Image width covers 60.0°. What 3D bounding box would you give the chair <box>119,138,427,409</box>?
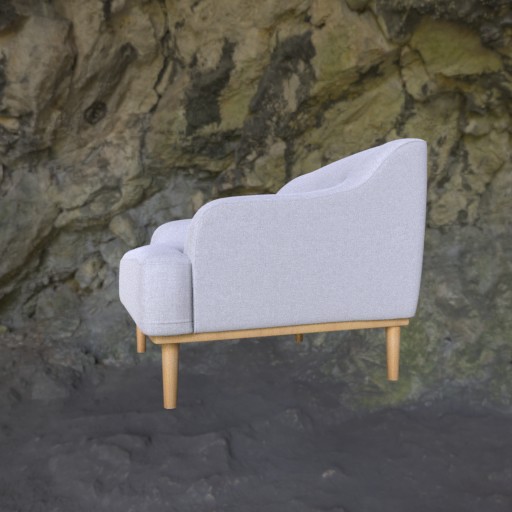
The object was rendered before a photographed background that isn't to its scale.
[{"bbox_3d":[0.000,0.000,1.682,0.951,0.818,0.946,0,0,-20],"label":"chair"}]
